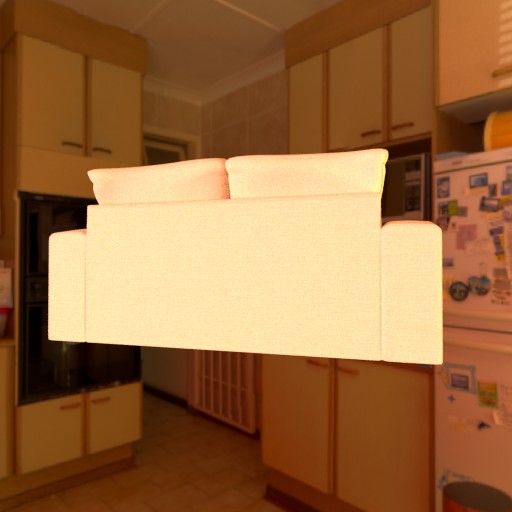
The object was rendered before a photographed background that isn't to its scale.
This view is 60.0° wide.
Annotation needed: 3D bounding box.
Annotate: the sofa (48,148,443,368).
[{"bbox_3d":[0.000,0.000,2.388,1.754,0.875,1.091,0,-1,17],"label":"sofa"}]
